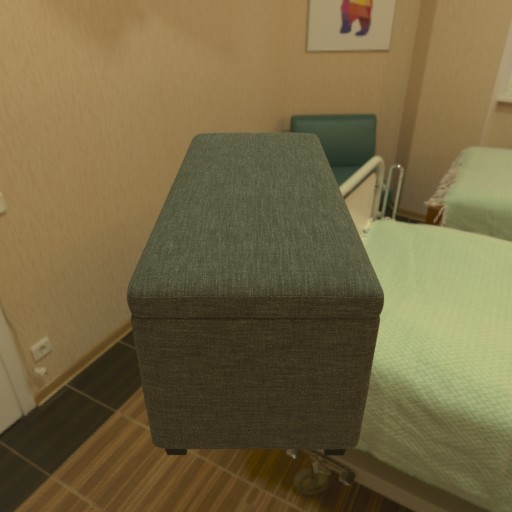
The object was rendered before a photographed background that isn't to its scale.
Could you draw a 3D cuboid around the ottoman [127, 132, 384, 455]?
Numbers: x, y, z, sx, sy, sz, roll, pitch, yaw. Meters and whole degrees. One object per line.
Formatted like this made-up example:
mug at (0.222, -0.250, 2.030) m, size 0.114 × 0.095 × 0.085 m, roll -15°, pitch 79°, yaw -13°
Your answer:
ottoman at (0.000, 0.000, 1.141) m, size 0.419 × 0.432 × 0.902 m, roll 0°, pitch 31°, yaw 0°
